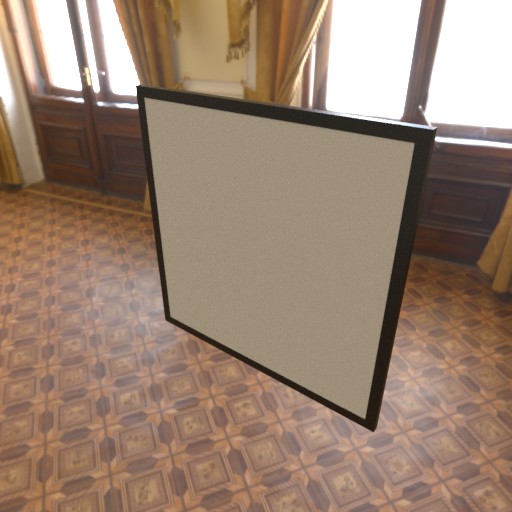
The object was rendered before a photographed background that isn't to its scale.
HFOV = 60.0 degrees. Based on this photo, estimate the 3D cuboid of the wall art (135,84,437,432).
[{"bbox_3d":[0.000,0.000,1.209,0.807,0.807,0.022,20,36,31],"label":"wall art"}]
